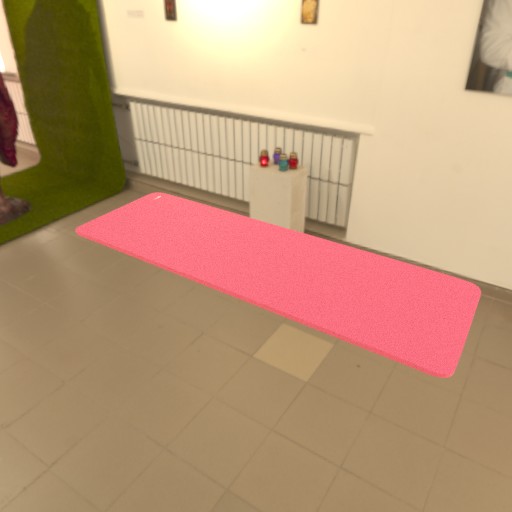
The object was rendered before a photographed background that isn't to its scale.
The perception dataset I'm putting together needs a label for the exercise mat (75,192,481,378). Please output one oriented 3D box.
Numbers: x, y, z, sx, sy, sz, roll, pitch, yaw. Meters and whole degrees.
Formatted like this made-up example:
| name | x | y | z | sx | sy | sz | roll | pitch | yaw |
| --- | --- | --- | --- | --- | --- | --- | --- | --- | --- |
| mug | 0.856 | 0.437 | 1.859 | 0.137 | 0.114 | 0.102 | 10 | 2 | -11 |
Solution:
| name | x | y | z | sx | sy | sz | roll | pitch | yaw |
| --- | --- | --- | --- | --- | --- | --- | --- | --- | --- |
| exercise mat | 0.000 | 0.000 | 2.072 | 1.884 | 0.021 | 0.616 | 19 | 36 | 28 |
